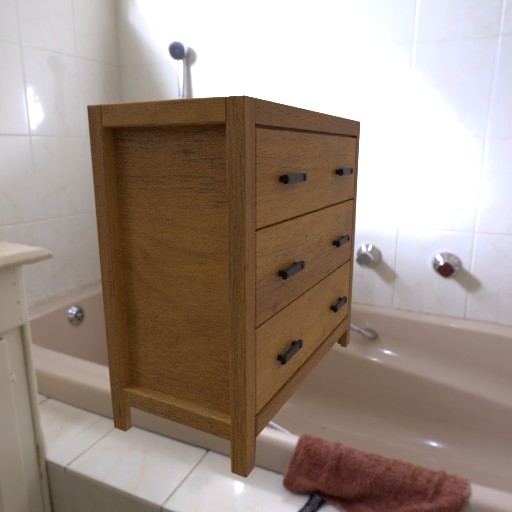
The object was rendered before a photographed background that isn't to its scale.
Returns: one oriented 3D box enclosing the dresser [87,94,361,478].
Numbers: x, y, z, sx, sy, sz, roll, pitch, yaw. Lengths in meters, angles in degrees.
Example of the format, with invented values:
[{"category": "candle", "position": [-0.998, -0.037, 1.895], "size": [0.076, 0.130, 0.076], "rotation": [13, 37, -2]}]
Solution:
[{"category": "dresser", "position": [0.000, 0.000, 1.319], "size": [0.427, 0.804, 0.804], "rotation": [7, 15, 27]}]
